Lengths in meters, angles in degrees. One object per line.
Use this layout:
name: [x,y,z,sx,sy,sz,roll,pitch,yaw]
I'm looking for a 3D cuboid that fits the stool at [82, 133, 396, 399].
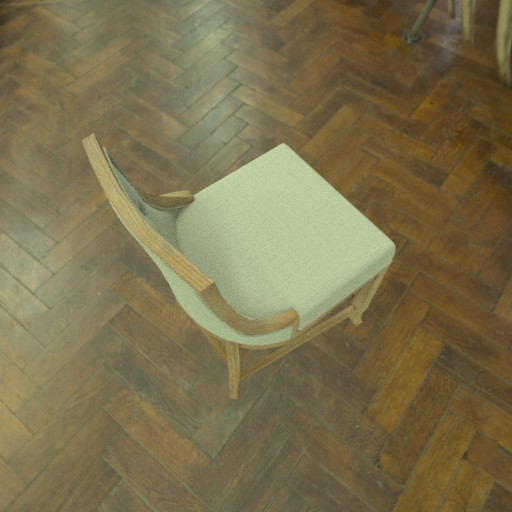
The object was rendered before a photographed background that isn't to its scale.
stool: [0.000,0.000,1.305,0.626,0.938,0.524,-33,65,-18]
